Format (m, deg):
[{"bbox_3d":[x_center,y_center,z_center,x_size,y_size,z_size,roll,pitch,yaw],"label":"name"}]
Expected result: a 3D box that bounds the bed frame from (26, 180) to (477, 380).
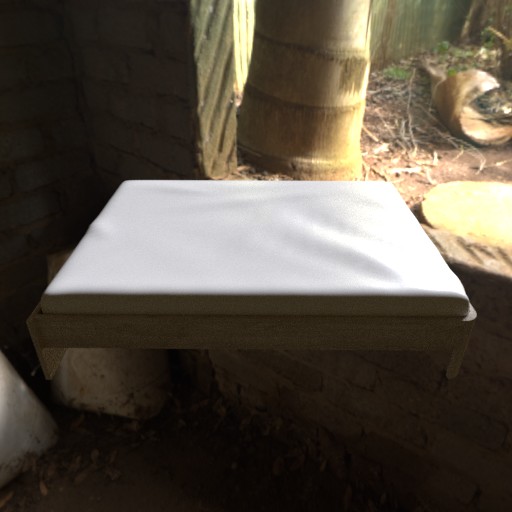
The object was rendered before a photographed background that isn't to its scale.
[{"bbox_3d":[0.000,0.000,2.583,1.950,0.462,1.490,0,31,1],"label":"bed frame"}]
